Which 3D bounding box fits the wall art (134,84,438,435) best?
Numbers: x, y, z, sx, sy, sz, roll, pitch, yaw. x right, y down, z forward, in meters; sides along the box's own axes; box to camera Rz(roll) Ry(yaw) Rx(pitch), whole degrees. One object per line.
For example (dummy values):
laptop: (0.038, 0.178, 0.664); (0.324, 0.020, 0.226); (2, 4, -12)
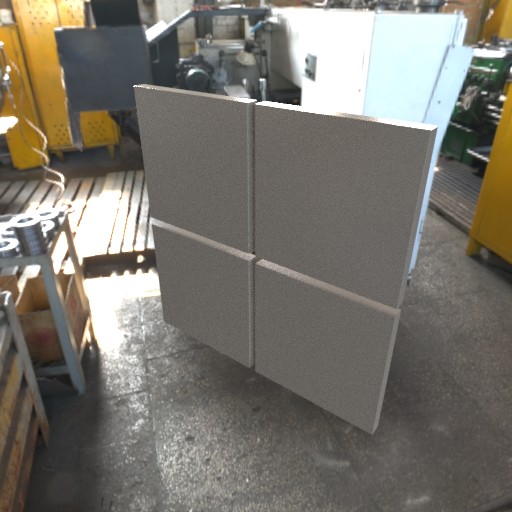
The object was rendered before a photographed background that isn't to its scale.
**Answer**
wall art: (0.000, 0.000, 0.916); (0.611, 0.611, 0.029); (20, 36, 32)
